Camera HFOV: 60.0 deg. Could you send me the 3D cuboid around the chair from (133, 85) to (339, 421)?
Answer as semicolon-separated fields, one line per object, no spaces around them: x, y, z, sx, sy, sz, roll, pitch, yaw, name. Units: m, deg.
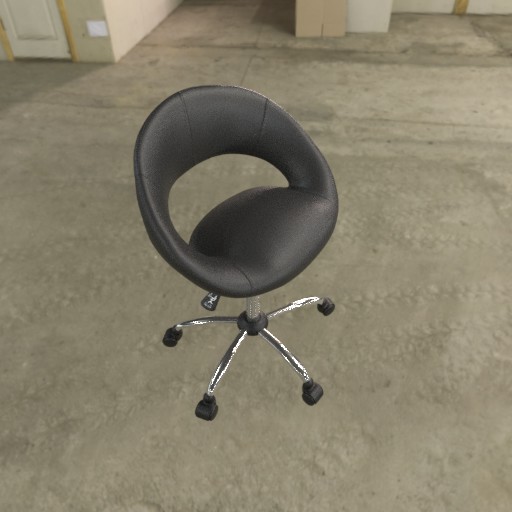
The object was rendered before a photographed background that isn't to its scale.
0.000;0.000;1.194;0.538;0.791;0.612;25;47;26;chair
